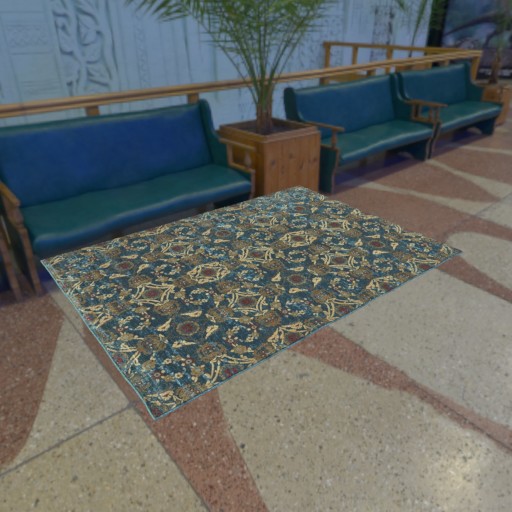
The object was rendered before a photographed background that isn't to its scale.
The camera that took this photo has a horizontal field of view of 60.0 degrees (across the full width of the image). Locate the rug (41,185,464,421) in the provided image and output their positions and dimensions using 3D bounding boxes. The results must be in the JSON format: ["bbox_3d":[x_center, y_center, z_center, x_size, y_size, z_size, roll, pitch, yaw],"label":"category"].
[{"bbox_3d":[0.000,0.000,2.831,2.207,0.014,1.567,-21,35,-32],"label":"rug"}]
